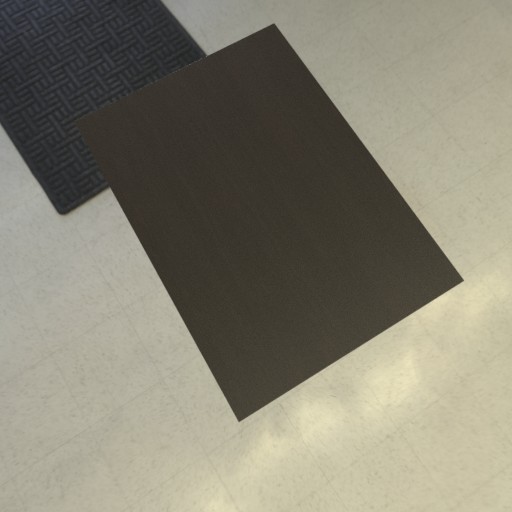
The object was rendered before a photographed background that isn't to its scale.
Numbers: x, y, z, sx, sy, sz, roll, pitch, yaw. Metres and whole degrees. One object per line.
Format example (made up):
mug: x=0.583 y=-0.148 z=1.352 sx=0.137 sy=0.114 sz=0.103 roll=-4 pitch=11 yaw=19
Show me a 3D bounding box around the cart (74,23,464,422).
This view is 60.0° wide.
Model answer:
cart: x=0.000 y=0.000 z=1.240 sx=0.456 sy=0.879 sz=0.660 roll=-30 pitch=76 yaw=-8
